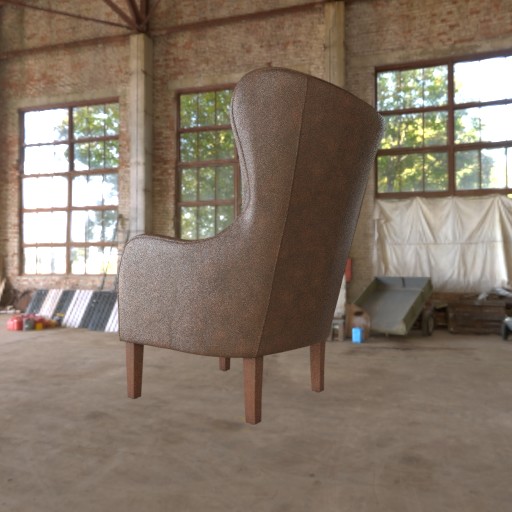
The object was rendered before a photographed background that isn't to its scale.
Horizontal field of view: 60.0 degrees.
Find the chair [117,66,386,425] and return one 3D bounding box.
[{"bbox_3d":[0.000,0.000,1.639,0.914,1.048,0.692,-1,-1,36],"label":"chair"}]
